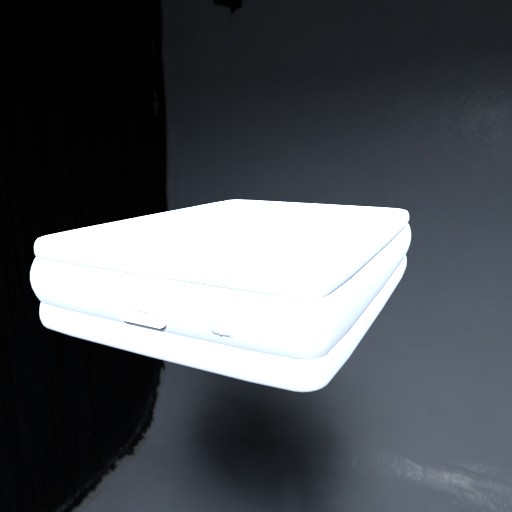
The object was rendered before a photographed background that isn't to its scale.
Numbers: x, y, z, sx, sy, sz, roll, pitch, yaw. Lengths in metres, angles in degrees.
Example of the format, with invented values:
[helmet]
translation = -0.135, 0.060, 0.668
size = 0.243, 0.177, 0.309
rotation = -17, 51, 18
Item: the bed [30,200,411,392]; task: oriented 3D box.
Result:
[bed]
translation = 0.000, 0.000, 2.601
size = 1.520, 0.460, 2.036
rotation = 7, 15, 26
